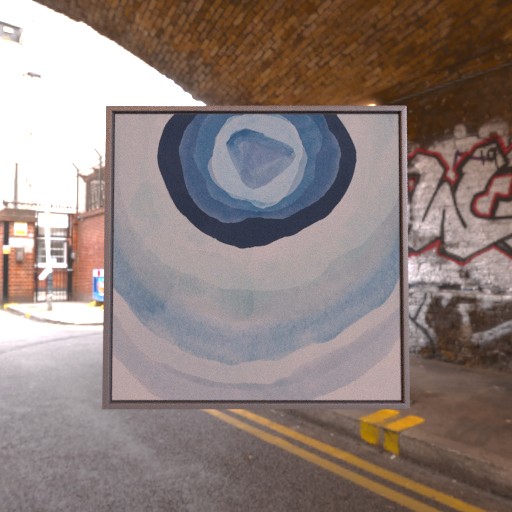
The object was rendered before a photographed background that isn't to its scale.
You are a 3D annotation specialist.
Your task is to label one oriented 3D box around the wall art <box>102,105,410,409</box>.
[{"bbox_3d":[0.000,0.000,0.519,0.349,0.349,0.028,0,-2,0],"label":"wall art"}]
